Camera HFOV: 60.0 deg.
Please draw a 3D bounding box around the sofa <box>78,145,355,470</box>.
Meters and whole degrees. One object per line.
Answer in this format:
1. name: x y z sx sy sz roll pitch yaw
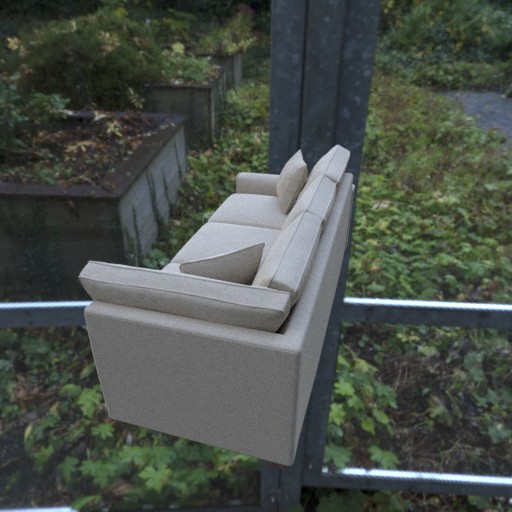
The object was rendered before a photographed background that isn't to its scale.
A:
1. sofa: 0.000 0.000 2.936 1.061 0.962 2.317 8 31 14
